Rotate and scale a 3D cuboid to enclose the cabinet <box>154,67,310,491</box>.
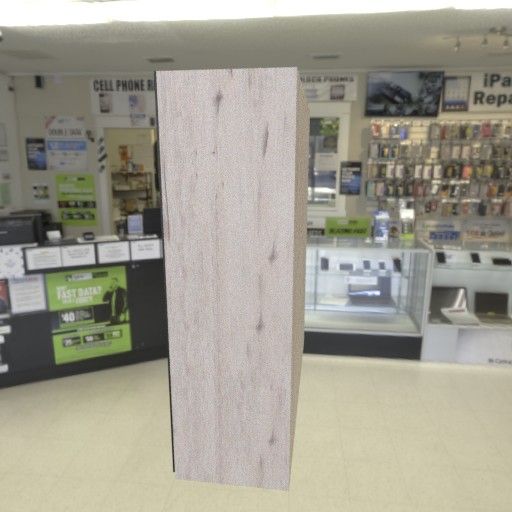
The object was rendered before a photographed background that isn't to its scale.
[{"bbox_3d":[0.000,0.000,3.206,0.660,2.180,2.000,2,13,8],"label":"cabinet"}]
